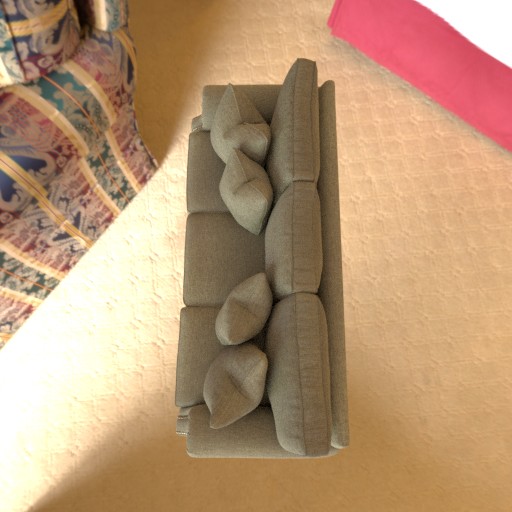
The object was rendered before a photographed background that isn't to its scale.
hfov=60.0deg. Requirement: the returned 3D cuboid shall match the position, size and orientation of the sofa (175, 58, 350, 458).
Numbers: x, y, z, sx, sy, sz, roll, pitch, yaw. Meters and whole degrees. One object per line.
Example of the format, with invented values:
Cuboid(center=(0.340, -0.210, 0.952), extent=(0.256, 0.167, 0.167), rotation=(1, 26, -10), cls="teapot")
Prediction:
Cuboid(center=(0.000, 0.000, 2.774), extent=(0.965, 0.975, 2.312), rotation=(0, 75, 0), cls="sofa")
